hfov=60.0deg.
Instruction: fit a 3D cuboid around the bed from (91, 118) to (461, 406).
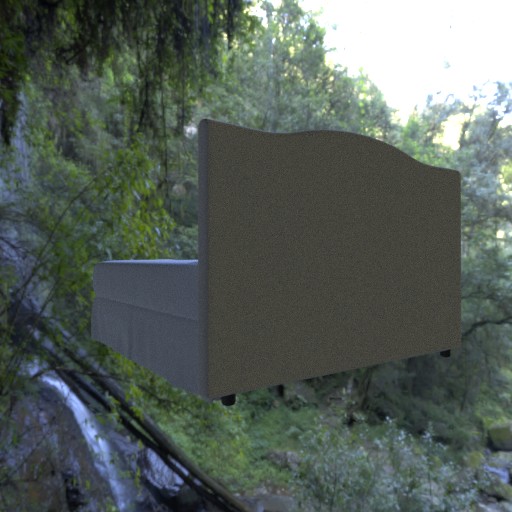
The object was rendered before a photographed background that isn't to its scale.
[{"bbox_3d":[0.000,0.000,3.453,2.083,1.421,2.182,0,0,-35],"label":"bed"}]
